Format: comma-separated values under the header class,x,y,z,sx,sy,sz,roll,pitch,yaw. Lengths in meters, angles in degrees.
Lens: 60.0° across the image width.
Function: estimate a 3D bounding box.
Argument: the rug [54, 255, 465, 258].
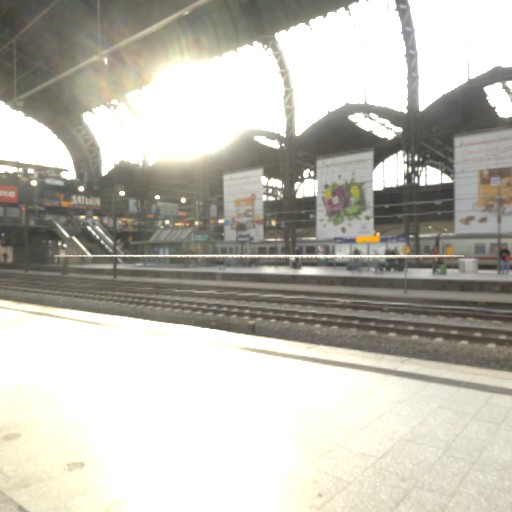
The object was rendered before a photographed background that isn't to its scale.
class,x,y,z,sx,sy,sz,roll,pitch,yaw
rug,0.000,0.000,2.353,1.815,0.007,1.226,0,0,36
